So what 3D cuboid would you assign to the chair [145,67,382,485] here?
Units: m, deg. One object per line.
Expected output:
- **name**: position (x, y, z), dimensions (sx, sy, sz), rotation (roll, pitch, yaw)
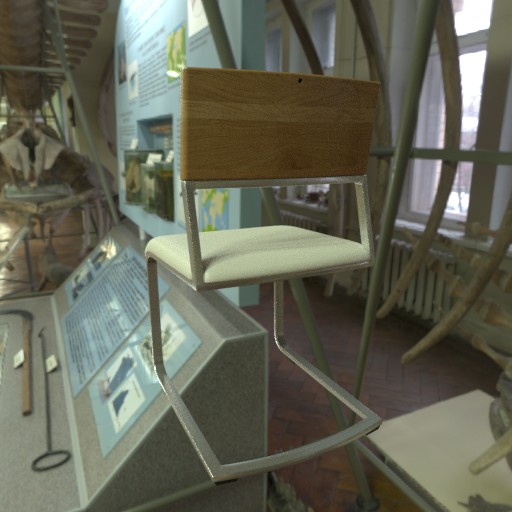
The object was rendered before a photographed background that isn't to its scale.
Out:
- **chair**: position (0.000, 0.000, 1.164), dimensions (0.467, 0.844, 0.585), rotation (-7, 15, -25)
